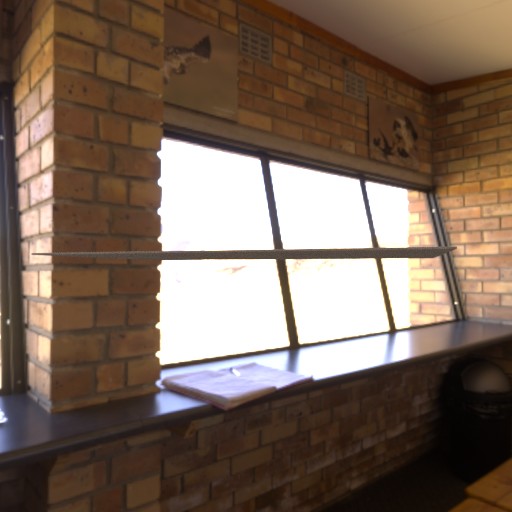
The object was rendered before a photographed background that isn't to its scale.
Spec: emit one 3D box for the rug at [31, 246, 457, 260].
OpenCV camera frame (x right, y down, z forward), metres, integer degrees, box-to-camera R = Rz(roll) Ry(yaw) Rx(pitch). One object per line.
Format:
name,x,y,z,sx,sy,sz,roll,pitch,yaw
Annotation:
rug,0.000,0.000,2.259,1.753,0.008,1.143,-1,-2,18
